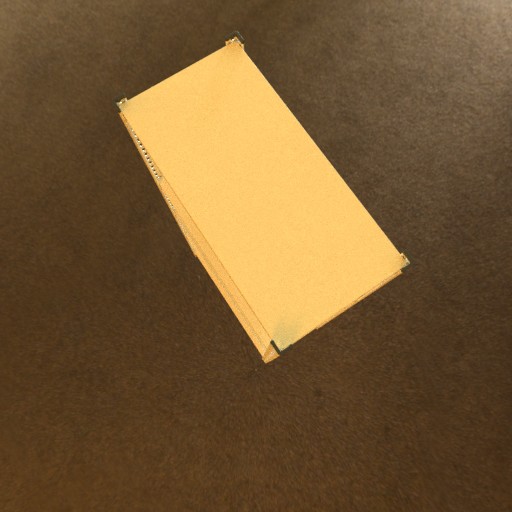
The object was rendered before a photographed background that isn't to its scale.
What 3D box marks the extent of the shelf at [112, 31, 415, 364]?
[{"bbox_3d":[0.000,0.000,2.167,0.457,1.829,0.914,-33,78,-8],"label":"shelf"}]
